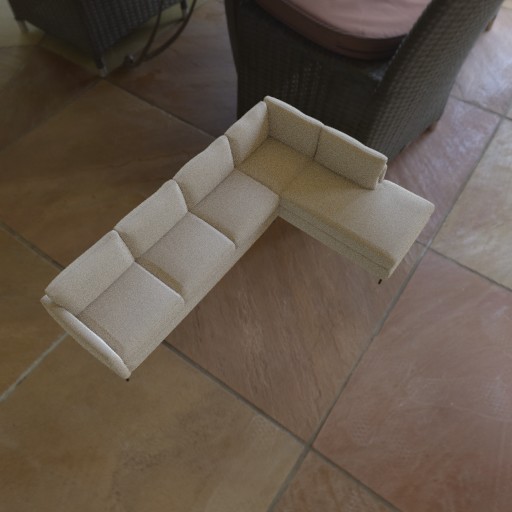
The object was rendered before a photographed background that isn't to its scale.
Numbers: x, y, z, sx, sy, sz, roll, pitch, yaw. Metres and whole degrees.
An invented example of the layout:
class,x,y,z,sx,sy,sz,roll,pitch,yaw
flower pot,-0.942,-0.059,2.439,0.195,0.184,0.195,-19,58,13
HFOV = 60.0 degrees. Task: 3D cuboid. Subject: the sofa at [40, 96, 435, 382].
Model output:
class,x,y,z,sx,sy,sz,roll,pitch,yaw
sofa,0.000,0.000,3.859,2.007,0.815,2.949,34,65,19
